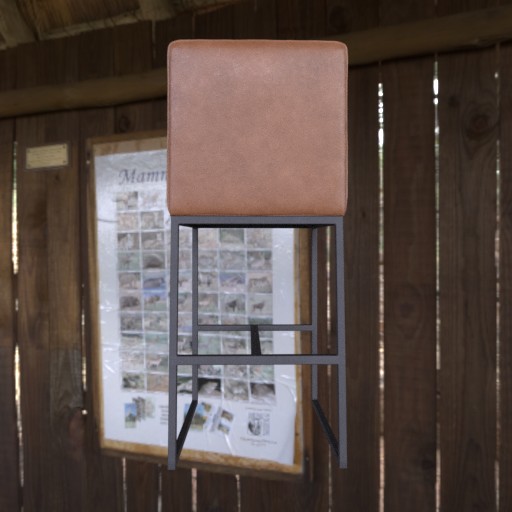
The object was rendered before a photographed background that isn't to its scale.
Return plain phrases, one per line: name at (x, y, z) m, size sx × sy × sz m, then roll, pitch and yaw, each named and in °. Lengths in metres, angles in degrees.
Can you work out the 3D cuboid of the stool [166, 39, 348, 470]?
stool at (0.000, 0.000, 1.314) m, size 0.458 × 1.040 × 0.556 m, roll 0°, pitch 0°, yaw -1°
